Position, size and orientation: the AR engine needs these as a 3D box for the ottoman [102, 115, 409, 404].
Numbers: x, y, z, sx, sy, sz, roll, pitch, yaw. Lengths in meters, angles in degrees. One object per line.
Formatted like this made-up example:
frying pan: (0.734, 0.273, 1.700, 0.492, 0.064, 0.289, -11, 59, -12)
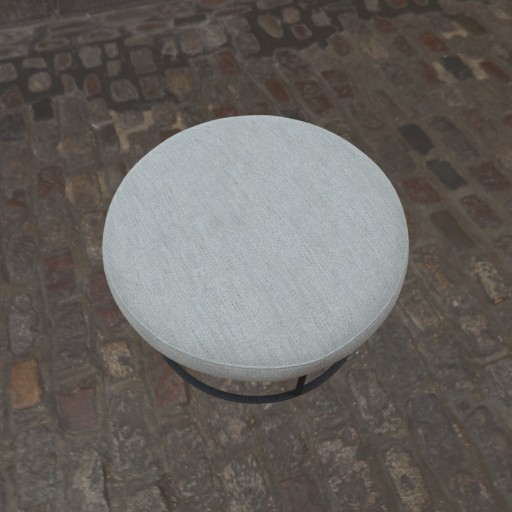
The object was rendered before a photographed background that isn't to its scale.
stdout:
ottoman: (0.000, 0.000, 1.244, 0.769, 0.459, 0.769, 0, 59, 0)
